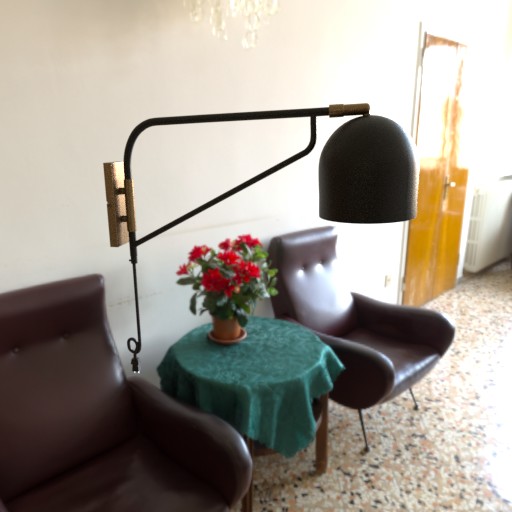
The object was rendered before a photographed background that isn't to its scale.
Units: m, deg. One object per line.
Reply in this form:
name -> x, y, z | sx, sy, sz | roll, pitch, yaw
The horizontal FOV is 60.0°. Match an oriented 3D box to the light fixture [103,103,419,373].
light fixture -> 0.000, 0.000, 1.073 | 0.720, 0.696, 0.215 | 3, 15, 10
